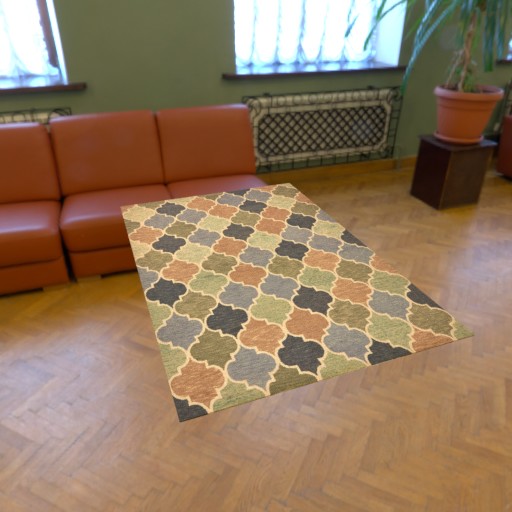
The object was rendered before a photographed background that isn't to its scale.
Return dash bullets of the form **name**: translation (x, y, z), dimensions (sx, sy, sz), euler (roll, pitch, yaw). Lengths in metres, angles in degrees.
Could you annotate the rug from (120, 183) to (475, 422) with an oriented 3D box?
- **rug**: translation (0.000, 0.000, 2.360), dimensions (1.216, 0.006, 1.828), euler (-11, 32, -18)
